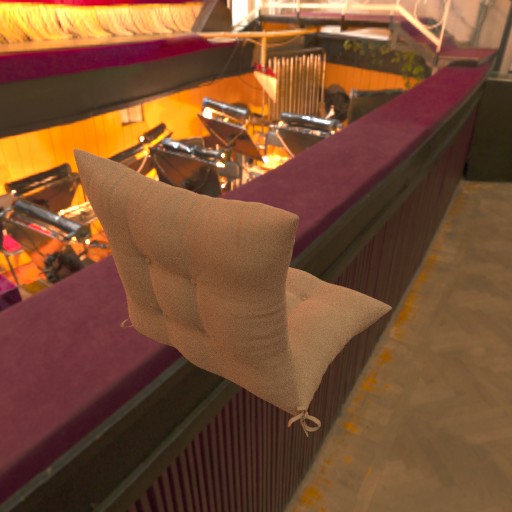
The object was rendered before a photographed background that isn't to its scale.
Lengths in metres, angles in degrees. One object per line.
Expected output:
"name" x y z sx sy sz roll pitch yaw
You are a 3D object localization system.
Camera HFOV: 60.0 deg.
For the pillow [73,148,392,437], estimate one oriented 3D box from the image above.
"pillow" 0.000 0.000 1.025 0.541 0.536 0.585 21 36 31
